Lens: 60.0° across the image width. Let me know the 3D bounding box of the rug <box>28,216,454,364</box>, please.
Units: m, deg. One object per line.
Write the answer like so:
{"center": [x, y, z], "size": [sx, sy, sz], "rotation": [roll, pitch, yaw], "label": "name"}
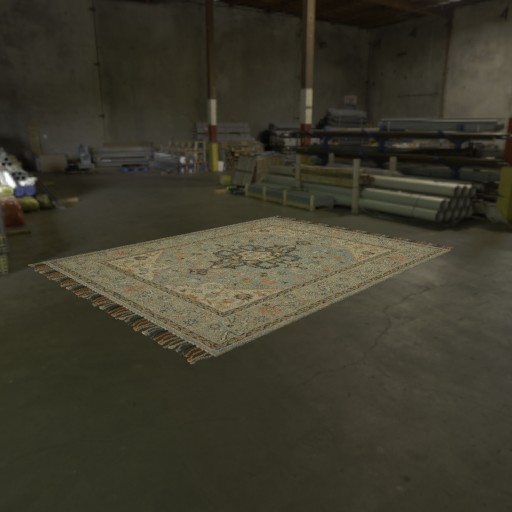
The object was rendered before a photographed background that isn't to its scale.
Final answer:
{"center": [0.000, 0.000, 4.093], "size": [3.221, 0.011, 2.379], "rotation": [-15, 22, -43], "label": "rug"}
